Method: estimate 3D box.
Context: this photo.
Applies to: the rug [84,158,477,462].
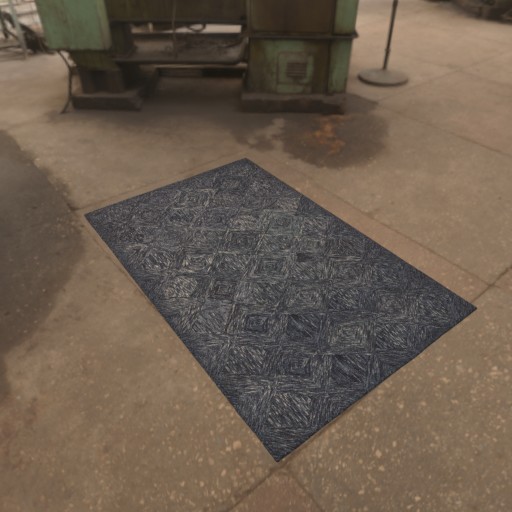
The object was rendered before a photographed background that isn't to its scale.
[{"bbox_3d":[0.000,0.000,2.233,1.139,0.010,1.754,-26,46,-27],"label":"rug"}]
